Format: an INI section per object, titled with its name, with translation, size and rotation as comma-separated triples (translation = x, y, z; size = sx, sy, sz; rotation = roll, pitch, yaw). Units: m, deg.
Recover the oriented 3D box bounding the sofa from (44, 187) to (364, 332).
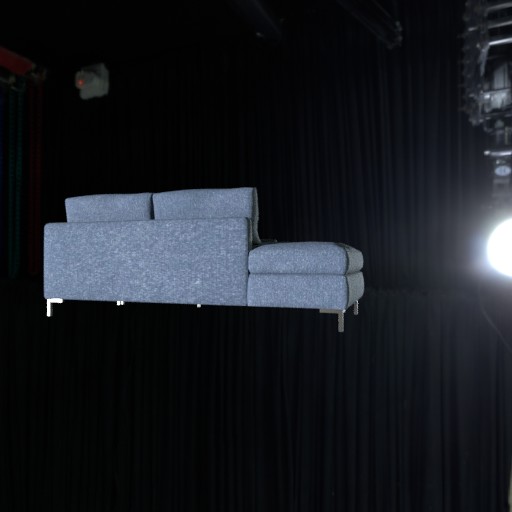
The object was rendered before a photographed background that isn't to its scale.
[sofa]
translation = 0.000, 0.000, 3.978
size = 2.007, 0.815, 2.949
rotation = 0, 0, 19
